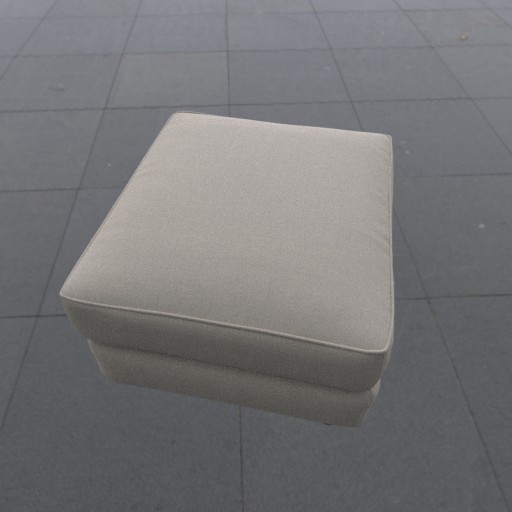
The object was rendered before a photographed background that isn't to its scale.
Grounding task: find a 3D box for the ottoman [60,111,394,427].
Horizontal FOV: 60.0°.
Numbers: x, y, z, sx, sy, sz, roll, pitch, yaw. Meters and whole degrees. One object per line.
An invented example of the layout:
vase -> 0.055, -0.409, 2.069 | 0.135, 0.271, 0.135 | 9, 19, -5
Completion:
ottoman -> 0.000, 0.000, 1.153 | 0.662, 0.505, 0.716 | 9, 48, 8
